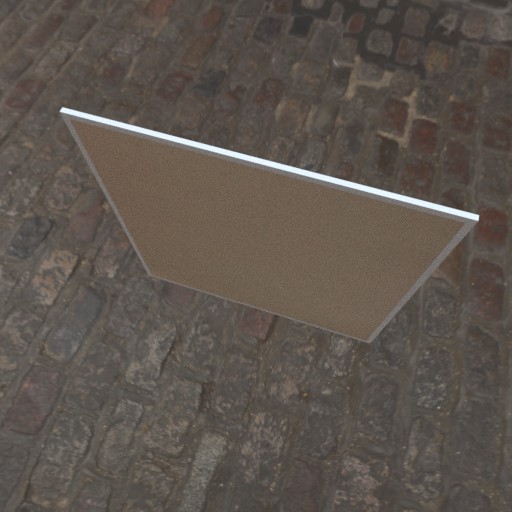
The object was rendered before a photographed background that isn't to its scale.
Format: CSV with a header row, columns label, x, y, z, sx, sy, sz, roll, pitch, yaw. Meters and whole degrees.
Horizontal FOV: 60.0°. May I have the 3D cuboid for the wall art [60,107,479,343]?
label,x,y,z,sx,sy,sz,roll,pitch,yaw
wall art,0.000,0.000,0.667,0.456,0.456,0.007,16,65,8
